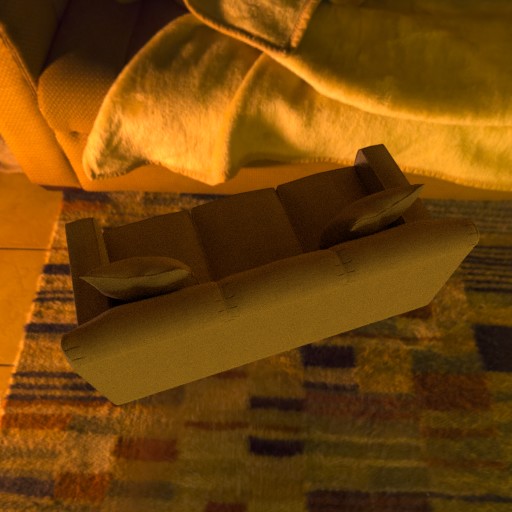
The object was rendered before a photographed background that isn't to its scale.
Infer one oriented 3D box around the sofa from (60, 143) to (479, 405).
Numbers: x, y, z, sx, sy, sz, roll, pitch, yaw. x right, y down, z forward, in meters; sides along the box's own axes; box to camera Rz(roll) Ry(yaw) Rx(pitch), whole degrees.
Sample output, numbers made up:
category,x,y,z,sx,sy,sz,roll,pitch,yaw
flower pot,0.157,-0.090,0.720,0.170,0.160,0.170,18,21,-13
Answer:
category,x,y,z,sx,sy,sz,roll,pitch,yaw
sofa,0.000,0.000,2.591,2.024,0.958,0.997,-16,60,-9
